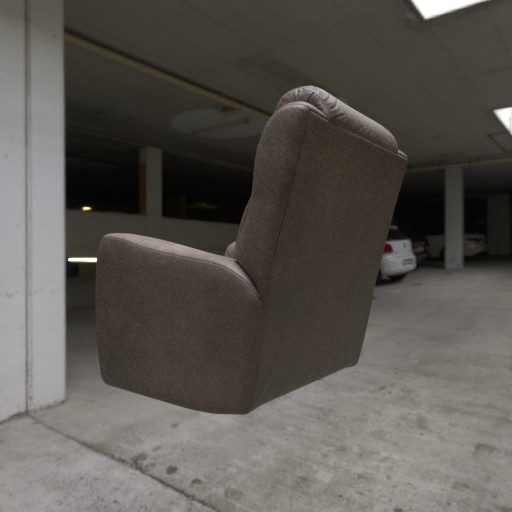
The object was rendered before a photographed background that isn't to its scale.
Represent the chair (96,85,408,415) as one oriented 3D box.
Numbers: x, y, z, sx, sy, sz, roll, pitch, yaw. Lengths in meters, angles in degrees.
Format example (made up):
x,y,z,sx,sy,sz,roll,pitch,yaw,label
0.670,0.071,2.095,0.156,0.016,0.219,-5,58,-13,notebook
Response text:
x,y,z,sx,sy,sz,roll,pitch,yaw,label
0.000,0.000,1.939,1.068,1.116,0.967,0,0,38,chair
